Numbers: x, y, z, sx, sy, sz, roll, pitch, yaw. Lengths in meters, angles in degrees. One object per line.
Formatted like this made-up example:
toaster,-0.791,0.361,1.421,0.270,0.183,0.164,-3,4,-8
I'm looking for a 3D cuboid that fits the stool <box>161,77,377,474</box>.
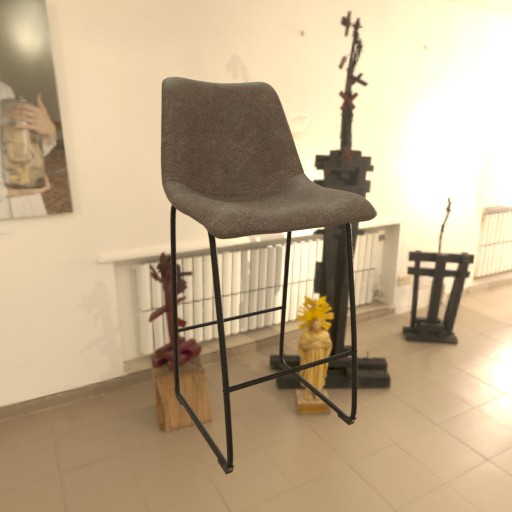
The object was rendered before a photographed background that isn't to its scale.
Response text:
stool,0.000,0.000,1.394,0.514,1.082,0.561,-9,18,-28
